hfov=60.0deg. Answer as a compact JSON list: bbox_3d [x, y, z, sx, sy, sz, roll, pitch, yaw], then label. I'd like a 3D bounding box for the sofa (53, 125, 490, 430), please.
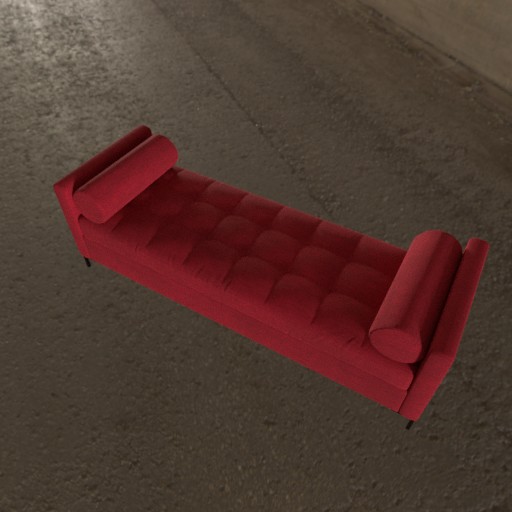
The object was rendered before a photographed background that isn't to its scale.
[{"bbox_3d":[0.000,0.000,2.291,1.981,0.635,0.686,23,51,20],"label":"sofa"}]
